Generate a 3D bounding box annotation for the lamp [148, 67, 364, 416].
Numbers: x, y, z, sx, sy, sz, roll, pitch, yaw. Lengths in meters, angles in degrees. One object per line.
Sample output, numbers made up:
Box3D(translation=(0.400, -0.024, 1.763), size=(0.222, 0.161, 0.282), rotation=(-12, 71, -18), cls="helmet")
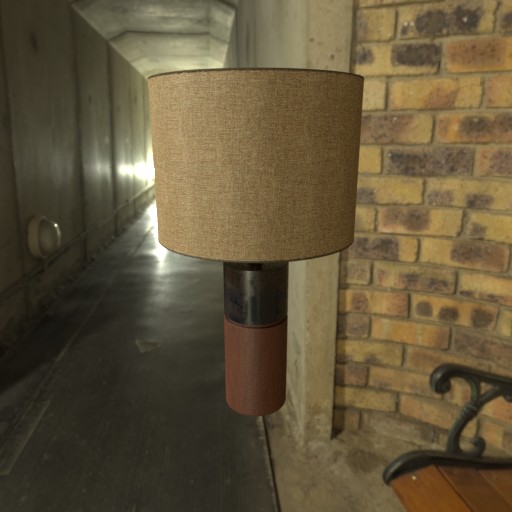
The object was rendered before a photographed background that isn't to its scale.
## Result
Box3D(translation=(0.000, 0.000, 0.473), size=(0.202, 0.350, 0.202), rotation=(0, 16, 0), cls="lamp")
